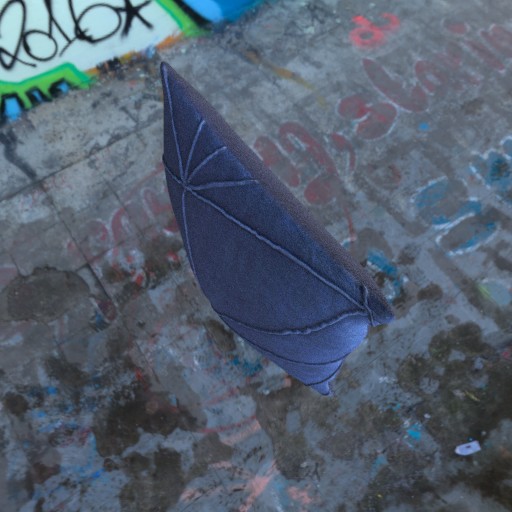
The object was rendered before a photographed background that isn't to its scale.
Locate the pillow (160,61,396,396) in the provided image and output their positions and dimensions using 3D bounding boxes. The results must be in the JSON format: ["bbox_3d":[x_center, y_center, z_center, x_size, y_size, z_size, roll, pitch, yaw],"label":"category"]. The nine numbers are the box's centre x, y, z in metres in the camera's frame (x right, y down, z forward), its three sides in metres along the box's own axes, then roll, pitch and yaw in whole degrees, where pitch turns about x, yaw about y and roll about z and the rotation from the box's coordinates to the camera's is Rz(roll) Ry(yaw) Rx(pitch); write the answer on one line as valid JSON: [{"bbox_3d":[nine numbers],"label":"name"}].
[{"bbox_3d":[0.000,0.000,0.685,0.183,0.440,0.439,-33,68,-16],"label":"pillow"}]
